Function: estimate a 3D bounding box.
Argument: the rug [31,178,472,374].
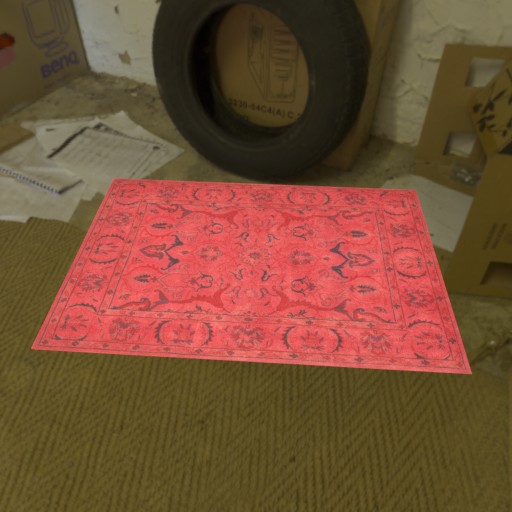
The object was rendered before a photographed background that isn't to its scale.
[{"bbox_3d":[0.000,0.000,2.238,1.814,0.008,1.209,3,46,3],"label":"rug"}]
